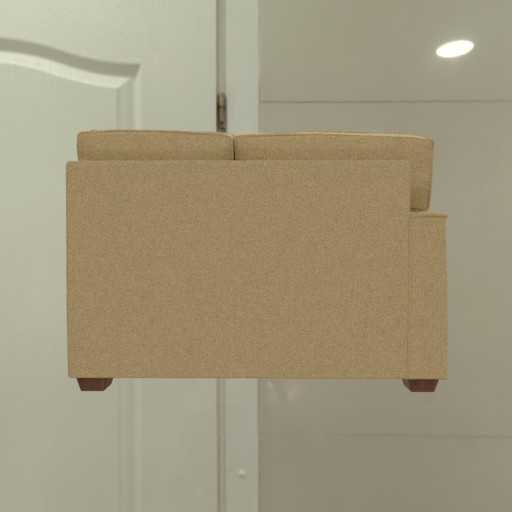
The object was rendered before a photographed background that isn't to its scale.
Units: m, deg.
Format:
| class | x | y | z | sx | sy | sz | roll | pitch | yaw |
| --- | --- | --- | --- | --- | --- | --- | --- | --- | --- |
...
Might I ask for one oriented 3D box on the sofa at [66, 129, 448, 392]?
| class | x | y | z | sx | sy | sz | roll | pitch | yaw |
| --- | --- | --- | --- | --- | --- | --- | --- | --- | --- |
| sofa | 0.000 | 0.000 | 2.046 | 1.388 | 0.989 | 0.991 | 0 | 0 | 1 |
